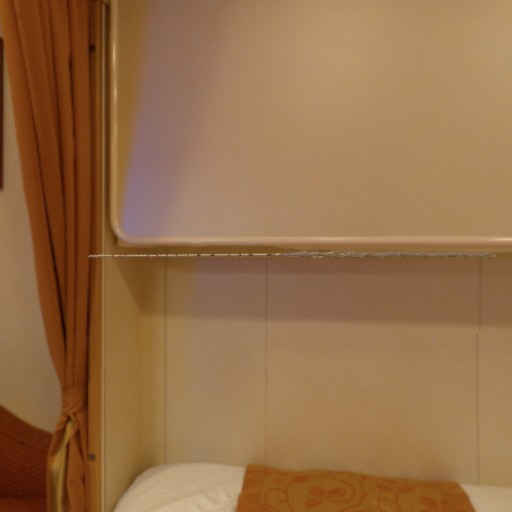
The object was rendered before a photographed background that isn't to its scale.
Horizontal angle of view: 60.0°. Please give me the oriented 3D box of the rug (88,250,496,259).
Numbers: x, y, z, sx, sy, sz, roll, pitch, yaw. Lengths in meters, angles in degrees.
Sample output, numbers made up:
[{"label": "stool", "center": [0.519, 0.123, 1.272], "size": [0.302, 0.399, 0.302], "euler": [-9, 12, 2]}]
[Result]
[{"label": "rug", "center": [0.000, 0.000, 2.973], "size": [1.495, 0.035, 2.472], "euler": [0, 0, -37]}]
